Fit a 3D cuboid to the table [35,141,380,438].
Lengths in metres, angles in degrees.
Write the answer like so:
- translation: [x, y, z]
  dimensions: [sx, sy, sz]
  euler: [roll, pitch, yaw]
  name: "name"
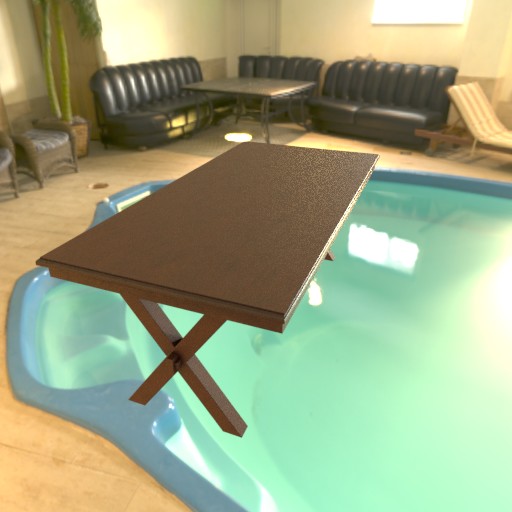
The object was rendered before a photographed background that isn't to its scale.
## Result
- translation: [0.000, 0.000, 1.499]
  dimensions: [0.594, 0.459, 1.197]
  euler: [11, 30, 19]
  name: "table"
